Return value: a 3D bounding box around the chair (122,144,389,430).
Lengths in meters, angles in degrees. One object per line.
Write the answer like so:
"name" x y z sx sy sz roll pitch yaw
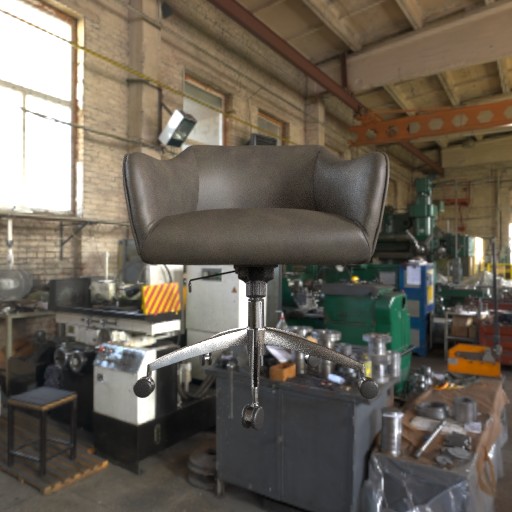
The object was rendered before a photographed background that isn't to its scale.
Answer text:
"chair" 0.000 0.000 1.369 0.713 0.827 0.689 0 0 0
